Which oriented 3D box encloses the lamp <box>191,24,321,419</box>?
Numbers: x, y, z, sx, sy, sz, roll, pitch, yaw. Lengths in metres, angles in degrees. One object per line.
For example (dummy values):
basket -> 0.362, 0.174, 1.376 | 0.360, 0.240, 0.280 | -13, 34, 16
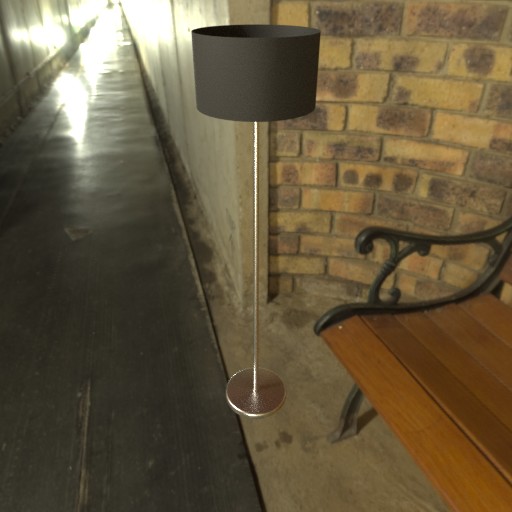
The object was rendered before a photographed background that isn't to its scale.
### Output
lamp -> 0.000, 0.000, 1.584 | 0.348, 1.443, 0.348 | 22, 38, 31
